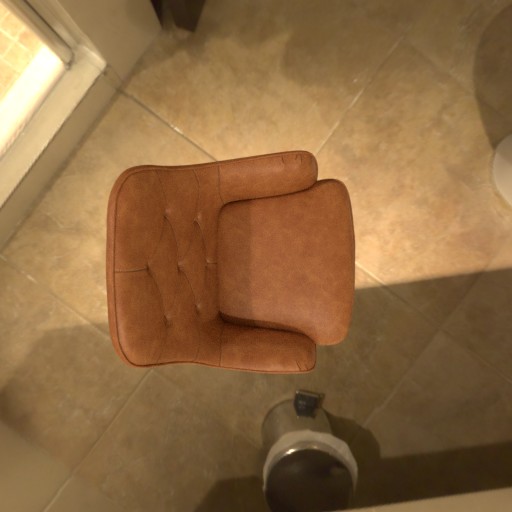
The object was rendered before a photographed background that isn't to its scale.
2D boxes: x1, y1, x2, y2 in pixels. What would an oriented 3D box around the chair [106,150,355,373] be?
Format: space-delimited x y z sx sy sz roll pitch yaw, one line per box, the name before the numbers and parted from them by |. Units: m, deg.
chair | 0.000 0.000 1.346 0.615 0.909 0.628 0 91 0
